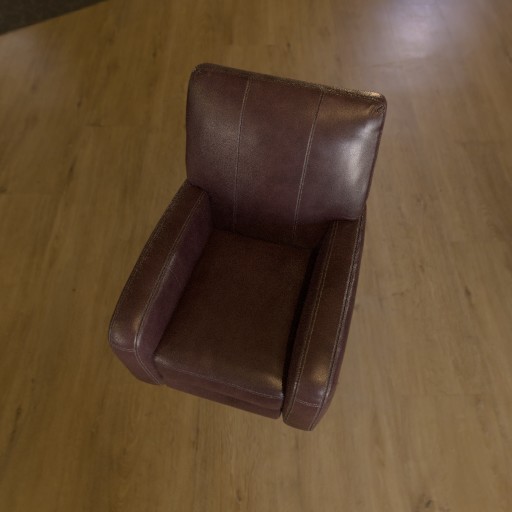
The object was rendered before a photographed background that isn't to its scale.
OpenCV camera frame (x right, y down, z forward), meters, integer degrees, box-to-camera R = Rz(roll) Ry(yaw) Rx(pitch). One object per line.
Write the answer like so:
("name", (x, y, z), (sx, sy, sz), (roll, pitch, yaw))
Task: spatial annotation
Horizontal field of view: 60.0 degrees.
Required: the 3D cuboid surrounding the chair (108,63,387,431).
("chair", (0.000, 0.000, 1.636), (0.762, 0.990, 0.990), (14, 59, 9))
